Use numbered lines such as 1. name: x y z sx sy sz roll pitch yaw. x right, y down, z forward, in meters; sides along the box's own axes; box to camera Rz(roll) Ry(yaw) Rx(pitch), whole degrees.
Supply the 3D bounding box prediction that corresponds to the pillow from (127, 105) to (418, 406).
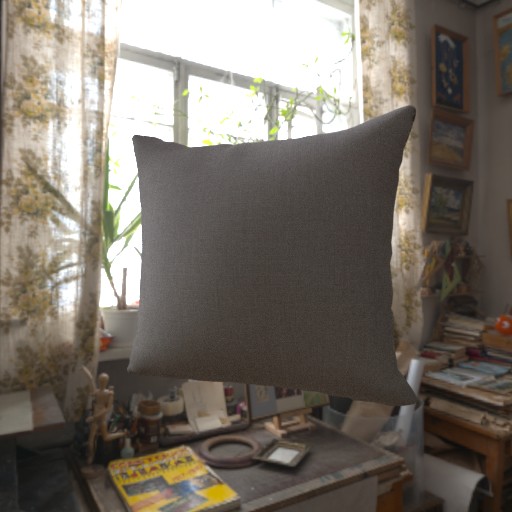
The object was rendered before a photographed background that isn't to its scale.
1. pillow: 0.000 0.000 0.799 0.546 0.487 0.180 0 0 19
